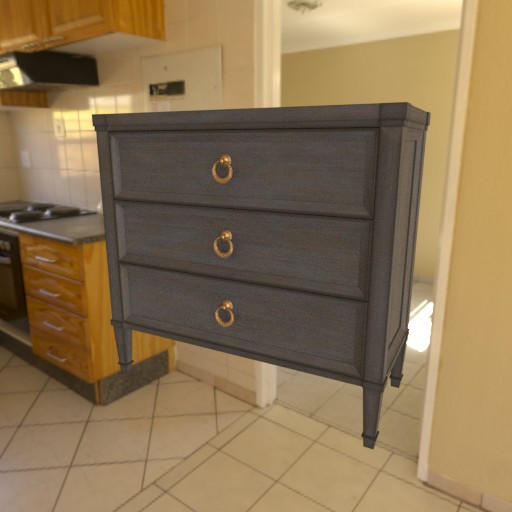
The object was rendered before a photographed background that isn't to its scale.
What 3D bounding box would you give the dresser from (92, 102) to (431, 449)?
[{"bbox_3d":[0.000,0.000,1.609,1.049,0.986,0.463,7,16,27],"label":"dresser"}]
